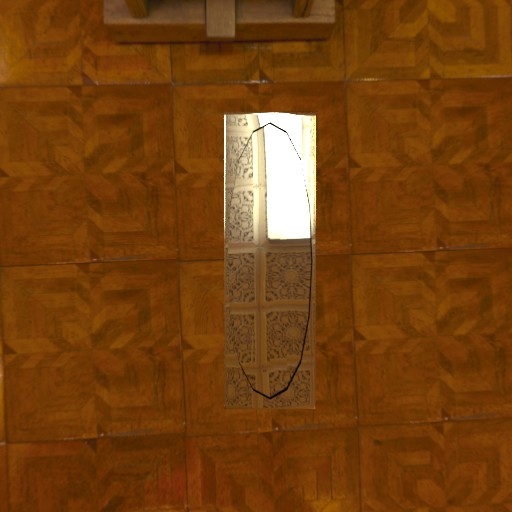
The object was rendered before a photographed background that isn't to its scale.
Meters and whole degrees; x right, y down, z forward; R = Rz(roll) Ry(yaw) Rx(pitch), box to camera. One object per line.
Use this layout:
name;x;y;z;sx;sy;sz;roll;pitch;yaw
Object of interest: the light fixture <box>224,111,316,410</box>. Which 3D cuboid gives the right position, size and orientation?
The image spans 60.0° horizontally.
light fixture;0.000;0.000;1.616;0.188;1.408;0.623;0;90;-2
